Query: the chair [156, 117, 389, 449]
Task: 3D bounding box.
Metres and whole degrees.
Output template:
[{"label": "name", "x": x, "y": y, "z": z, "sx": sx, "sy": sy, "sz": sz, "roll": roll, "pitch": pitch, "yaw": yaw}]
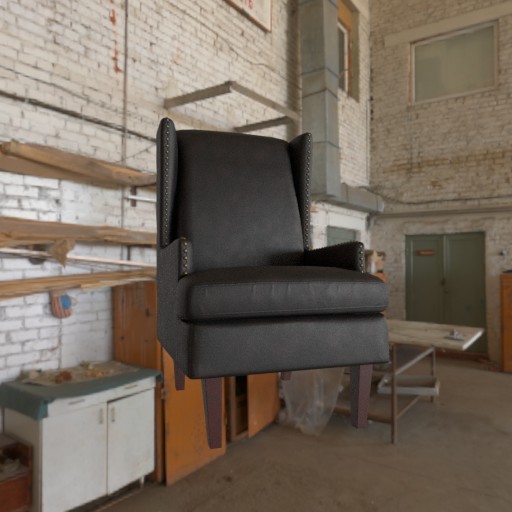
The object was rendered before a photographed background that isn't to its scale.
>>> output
[{"label": "chair", "x": 0.000, "y": 0.000, "z": 1.719, "sx": 0.703, "sy": 1.142, "sz": 0.799, "roll": 0, "pitch": -1, "yaw": -19}]
